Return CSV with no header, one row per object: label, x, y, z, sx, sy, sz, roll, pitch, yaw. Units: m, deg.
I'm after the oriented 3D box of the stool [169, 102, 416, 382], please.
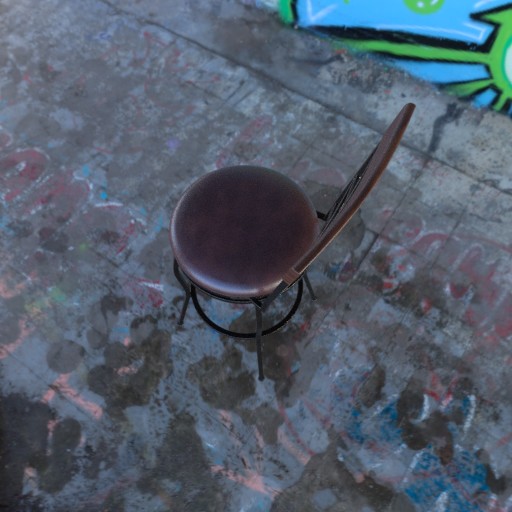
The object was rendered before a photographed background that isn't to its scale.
stool,0.000,0.000,1.363,0.513,1.130,0.448,31,67,14
